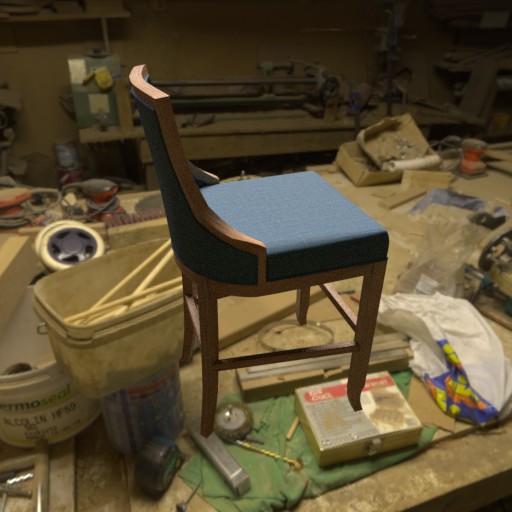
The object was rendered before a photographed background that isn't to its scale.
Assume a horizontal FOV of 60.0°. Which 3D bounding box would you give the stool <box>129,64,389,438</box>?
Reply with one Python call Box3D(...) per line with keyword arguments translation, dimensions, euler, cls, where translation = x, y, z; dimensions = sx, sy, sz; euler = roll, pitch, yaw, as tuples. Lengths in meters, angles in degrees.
Box3D(translation=(0.000, 0.000, 1.416), dimensions=(0.626, 1.101, 0.524), euler=(-10, 33, -15), cls="stool")
